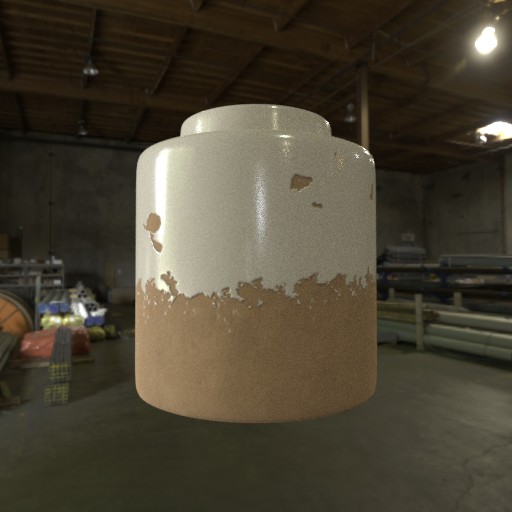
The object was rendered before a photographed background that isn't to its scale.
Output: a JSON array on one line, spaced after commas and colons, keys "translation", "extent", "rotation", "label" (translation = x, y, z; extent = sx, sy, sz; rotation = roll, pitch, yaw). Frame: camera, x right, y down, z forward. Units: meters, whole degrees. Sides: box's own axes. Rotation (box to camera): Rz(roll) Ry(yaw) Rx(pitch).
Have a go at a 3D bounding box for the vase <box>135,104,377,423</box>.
[{"translation": [0.000, 0.000, 0.292], "extent": [0.153, 0.167, 0.153], "rotation": [0, -1, 0], "label": "vase"}]
